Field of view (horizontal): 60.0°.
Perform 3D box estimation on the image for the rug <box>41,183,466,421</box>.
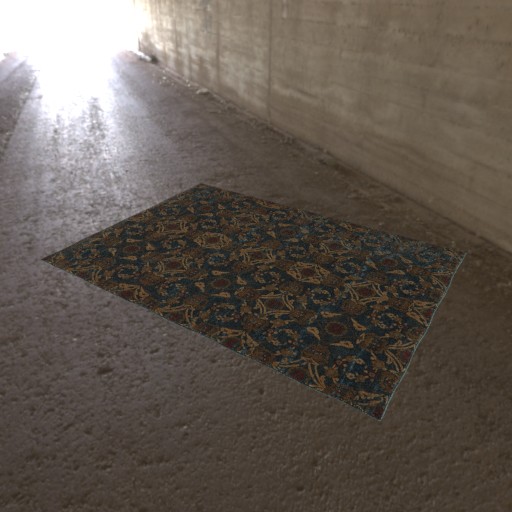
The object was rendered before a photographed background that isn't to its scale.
[{"bbox_3d":[0.000,0.000,4.196,3.291,0.013,2.337,19,35,28],"label":"rug"}]
